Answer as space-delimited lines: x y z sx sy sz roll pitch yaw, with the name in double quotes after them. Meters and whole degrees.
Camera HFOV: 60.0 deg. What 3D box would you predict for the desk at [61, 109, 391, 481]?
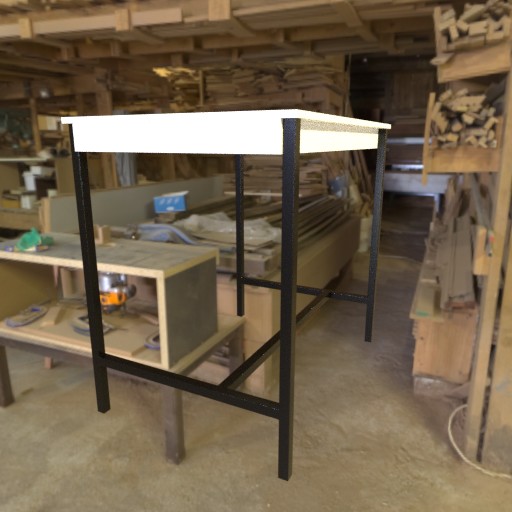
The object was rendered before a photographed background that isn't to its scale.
0.000 0.000 1.320 0.573 0.766 0.811 7 16 26 "desk"
